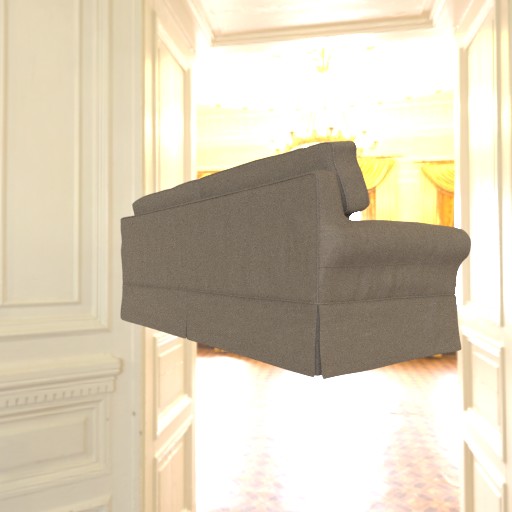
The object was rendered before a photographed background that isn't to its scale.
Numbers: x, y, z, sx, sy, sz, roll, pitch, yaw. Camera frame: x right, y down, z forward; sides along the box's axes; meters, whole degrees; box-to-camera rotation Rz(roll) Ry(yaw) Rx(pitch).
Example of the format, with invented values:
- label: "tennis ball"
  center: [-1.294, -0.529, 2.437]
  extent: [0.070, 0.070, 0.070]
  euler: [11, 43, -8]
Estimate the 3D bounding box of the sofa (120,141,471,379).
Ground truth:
- label: "sofa"
  center: [0.000, 0.000, 2.751]
  extent: [0.991, 0.943, 2.248]
  euler: [1, -1, -36]
